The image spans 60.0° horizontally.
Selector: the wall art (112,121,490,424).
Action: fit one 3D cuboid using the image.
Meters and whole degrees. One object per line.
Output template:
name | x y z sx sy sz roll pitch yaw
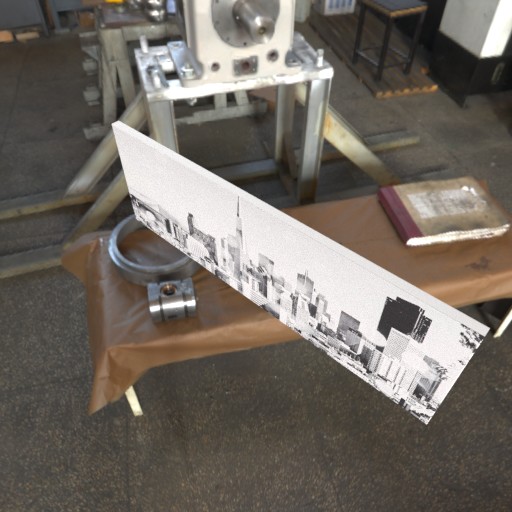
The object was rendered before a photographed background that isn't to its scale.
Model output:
wall art | 0.000 0.000 1.621 1.520 0.507 0.039 33 54 27
